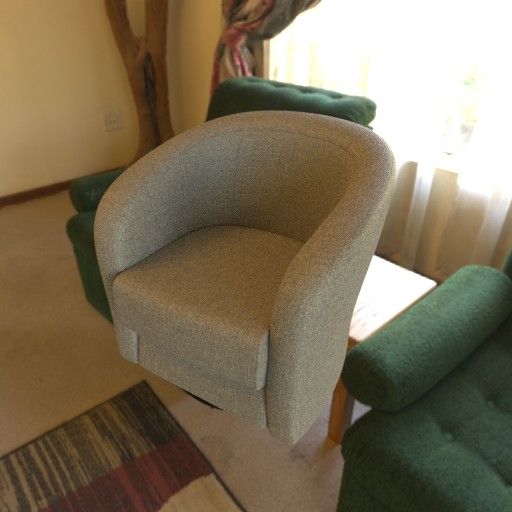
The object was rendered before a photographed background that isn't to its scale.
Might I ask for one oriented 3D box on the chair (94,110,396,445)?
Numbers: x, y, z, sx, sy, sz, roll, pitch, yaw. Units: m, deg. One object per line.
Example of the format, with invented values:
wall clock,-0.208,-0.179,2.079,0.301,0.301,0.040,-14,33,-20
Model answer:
chair,0.000,0.000,1.464,0.791,0.771,0.815,18,36,27
